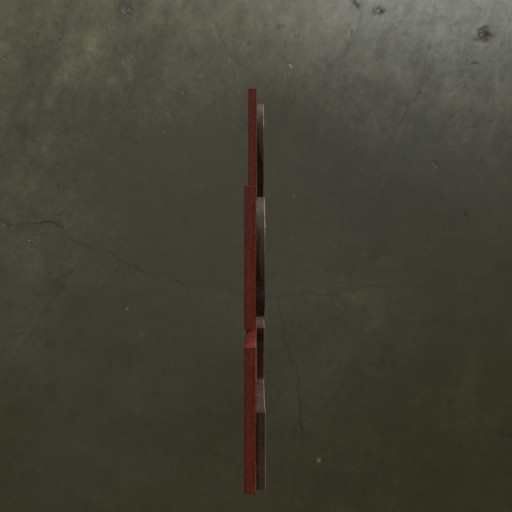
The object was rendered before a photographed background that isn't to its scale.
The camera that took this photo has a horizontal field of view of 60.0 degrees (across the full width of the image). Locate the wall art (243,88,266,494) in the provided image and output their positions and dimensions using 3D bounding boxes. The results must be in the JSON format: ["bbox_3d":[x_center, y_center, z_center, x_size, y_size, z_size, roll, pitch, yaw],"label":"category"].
[{"bbox_3d":[0.000,0.000,0.841,0.030,0.497,0.635,0,91,0],"label":"wall art"}]
